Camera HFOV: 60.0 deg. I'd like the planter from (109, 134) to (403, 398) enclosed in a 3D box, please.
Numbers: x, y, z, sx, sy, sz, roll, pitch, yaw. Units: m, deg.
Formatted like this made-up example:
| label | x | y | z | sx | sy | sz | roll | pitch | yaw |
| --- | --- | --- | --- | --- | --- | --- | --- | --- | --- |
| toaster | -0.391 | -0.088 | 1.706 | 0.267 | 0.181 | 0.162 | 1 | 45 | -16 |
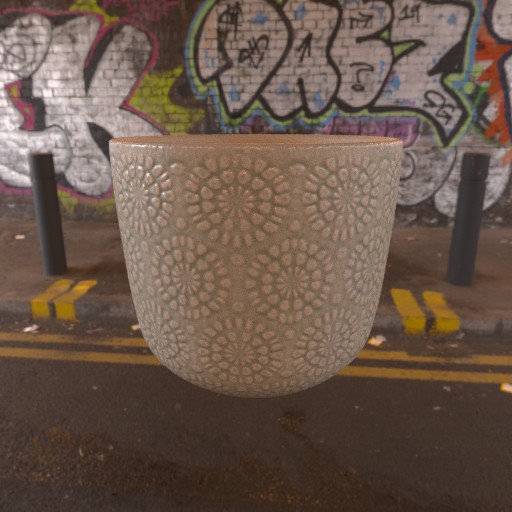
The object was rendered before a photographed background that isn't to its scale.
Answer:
| label | x | y | z | sx | sy | sz | roll | pitch | yaw |
| --- | --- | --- | --- | --- | --- | --- | --- | --- | --- |
| planter | 0.000 | 0.000 | 0.211 | 0.124 | 0.109 | 0.124 | 0 | 17 | 0 |
